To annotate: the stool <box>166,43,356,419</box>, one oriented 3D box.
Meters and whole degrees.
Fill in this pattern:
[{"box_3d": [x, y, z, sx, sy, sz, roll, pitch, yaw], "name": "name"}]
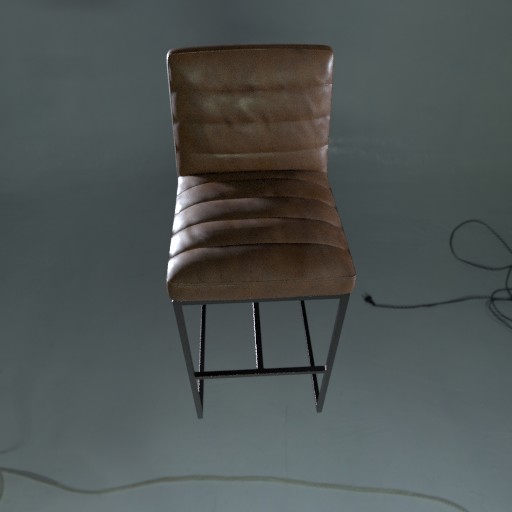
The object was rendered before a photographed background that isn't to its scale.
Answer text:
[{"box_3d": [0.000, 0.000, 1.366, 0.463, 1.065, 0.562, -2, 46, -2], "name": "stool"}]
